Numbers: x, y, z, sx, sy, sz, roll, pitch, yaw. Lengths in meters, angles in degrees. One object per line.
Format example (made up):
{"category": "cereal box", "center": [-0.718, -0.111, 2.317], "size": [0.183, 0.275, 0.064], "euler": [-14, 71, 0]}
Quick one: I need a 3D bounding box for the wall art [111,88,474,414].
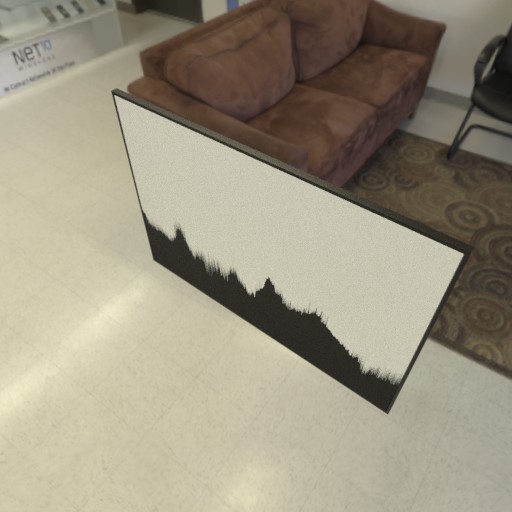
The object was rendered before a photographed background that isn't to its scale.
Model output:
{"category": "wall art", "center": [0.000, 0.000, 1.214], "size": [0.957, 0.660, 0.019], "euler": [30, 54, 25]}
